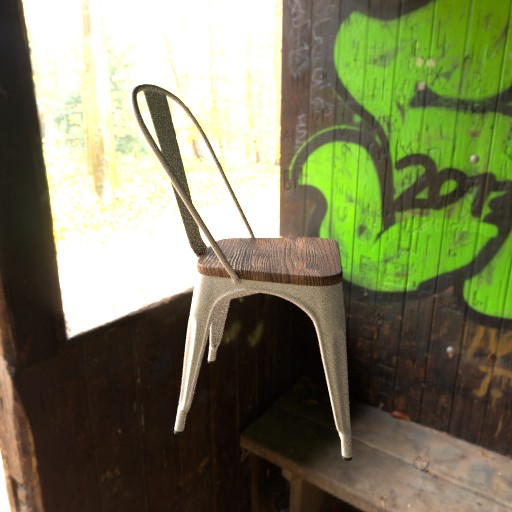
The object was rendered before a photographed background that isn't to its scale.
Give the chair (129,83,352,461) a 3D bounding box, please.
[{"bbox_3d":[0.000,0.000,1.167,0.521,0.851,0.452,2,16,8],"label":"chair"}]
